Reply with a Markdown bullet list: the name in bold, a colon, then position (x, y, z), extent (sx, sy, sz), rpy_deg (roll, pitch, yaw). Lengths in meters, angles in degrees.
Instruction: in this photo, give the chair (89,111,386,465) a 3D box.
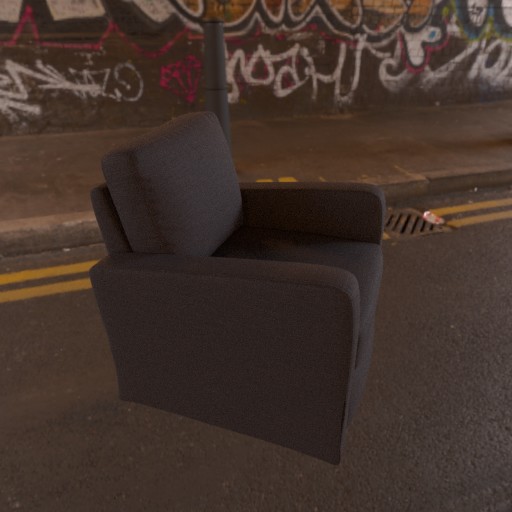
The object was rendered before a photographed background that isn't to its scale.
- **chair**: position (0.000, 0.000, 1.533), extent (0.863, 0.855, 0.798), rpy_deg (10, 30, 17)
